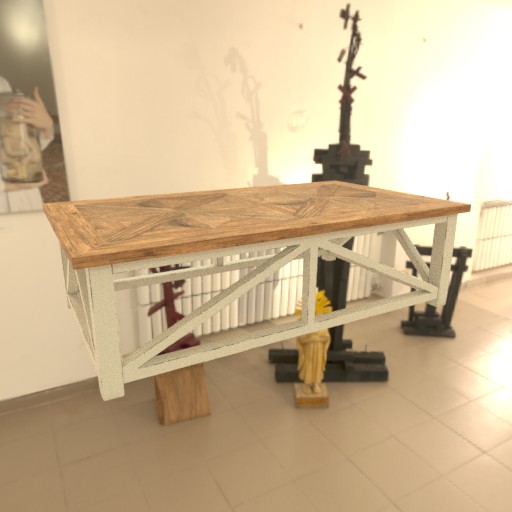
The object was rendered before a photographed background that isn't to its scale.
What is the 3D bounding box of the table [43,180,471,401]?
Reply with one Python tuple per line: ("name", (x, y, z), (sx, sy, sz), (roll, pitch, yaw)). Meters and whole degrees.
("table", (0.000, 0.000, 1.725), (1.400, 0.410, 0.800), (-9, 19, -28))
